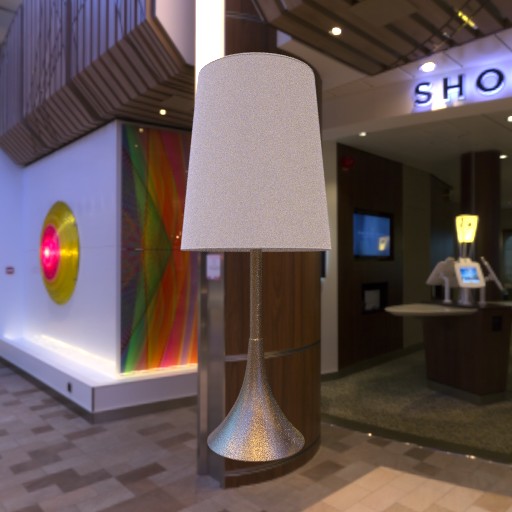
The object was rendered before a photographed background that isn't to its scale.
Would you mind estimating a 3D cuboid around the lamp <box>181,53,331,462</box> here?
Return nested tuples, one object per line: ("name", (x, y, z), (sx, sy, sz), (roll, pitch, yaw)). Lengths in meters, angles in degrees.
("lamp", (0.000, 0.000, 0.689), (0.231, 0.569, 0.231), (0, 0, 0))
